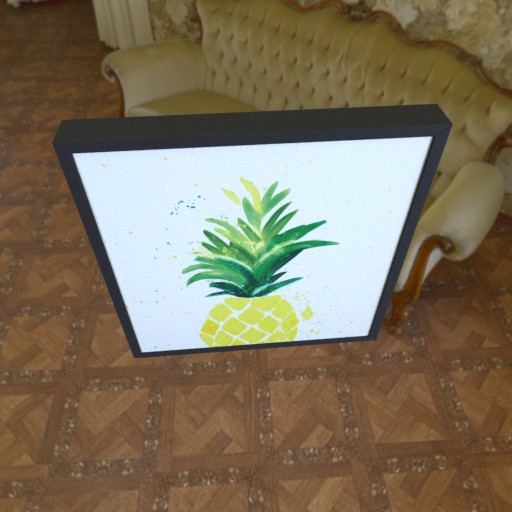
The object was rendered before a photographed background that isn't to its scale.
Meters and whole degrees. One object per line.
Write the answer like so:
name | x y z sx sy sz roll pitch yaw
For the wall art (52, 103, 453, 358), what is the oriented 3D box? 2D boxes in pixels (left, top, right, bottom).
wall art | 0.000 0.000 0.457 0.305 0.304 0.033 -4 46 -3
